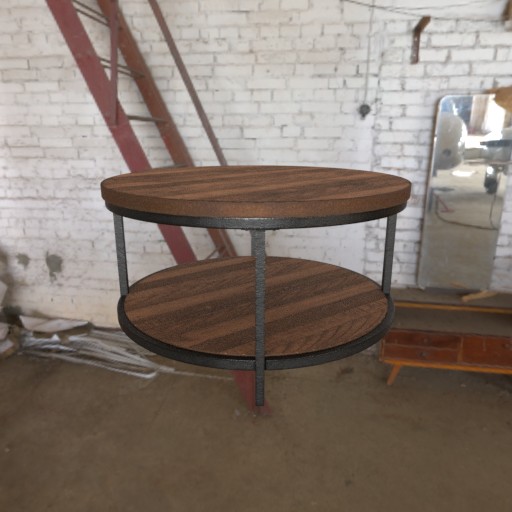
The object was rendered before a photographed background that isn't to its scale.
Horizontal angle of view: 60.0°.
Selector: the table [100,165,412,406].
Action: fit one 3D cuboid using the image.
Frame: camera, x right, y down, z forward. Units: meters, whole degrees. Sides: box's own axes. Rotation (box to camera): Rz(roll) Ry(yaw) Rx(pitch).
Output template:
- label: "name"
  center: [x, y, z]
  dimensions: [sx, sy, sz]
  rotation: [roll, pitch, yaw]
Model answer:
- label: "table"
  center: [0.000, 0.000, 1.322]
  dimensions: [0.837, 0.462, 0.837]
  rotation: [0, 16, 0]
